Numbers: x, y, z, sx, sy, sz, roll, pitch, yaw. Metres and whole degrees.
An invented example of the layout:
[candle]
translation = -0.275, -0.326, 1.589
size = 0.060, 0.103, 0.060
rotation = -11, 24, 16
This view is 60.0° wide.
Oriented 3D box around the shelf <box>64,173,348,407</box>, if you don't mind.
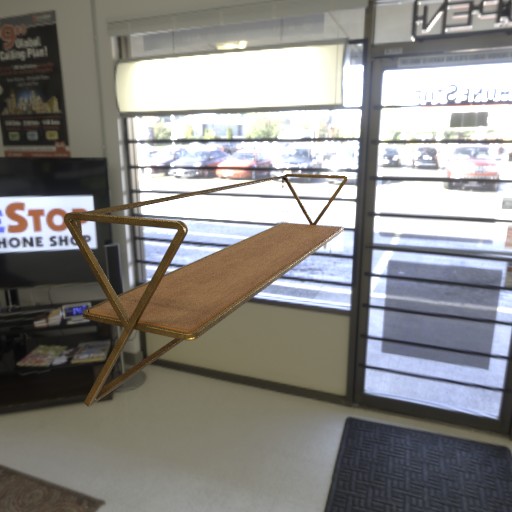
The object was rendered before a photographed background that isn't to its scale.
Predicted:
[shelf]
translation = 0.000, 0.000, 0.744
size = 0.150, 0.229, 0.645
rotation = 6, 16, 24
